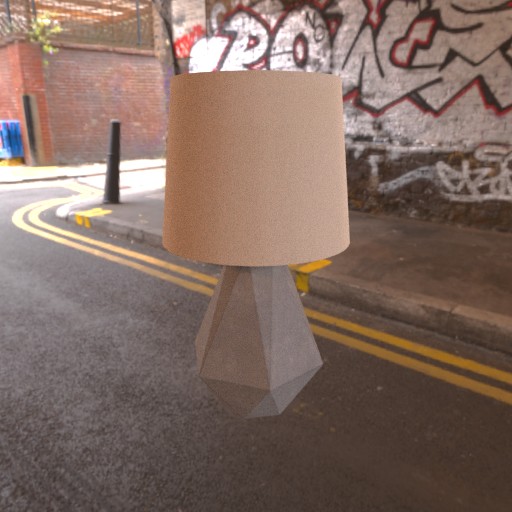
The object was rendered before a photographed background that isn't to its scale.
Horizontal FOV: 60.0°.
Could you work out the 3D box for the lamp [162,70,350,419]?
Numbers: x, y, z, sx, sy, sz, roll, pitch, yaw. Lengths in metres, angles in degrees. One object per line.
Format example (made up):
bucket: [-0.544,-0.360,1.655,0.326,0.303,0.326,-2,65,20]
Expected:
lamp: [0.000,0.000,0.675,0.276,0.501,0.276,0,17,0]
